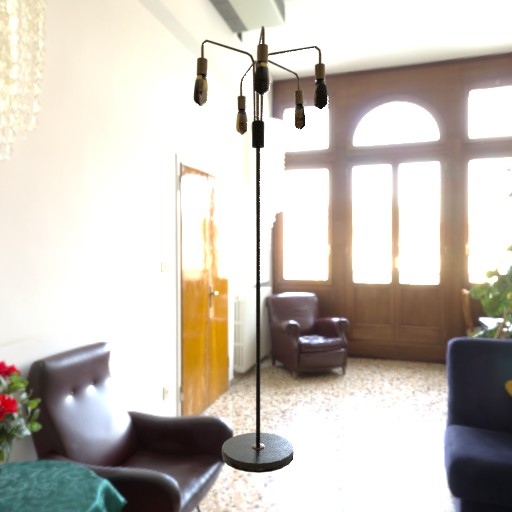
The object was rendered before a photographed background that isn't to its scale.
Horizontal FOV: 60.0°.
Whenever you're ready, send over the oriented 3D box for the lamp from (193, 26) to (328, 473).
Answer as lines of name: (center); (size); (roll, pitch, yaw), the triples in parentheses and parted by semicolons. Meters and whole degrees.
lamp: (0.000, 0.000, 1.910); (0.572, 1.721, 0.599); (0, 0, -18)
